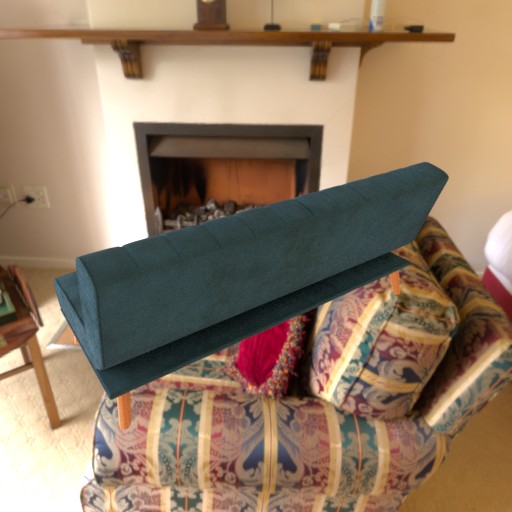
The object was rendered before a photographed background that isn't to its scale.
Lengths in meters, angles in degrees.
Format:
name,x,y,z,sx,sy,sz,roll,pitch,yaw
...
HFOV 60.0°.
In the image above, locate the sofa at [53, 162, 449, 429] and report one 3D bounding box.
name,x,y,z,sx,sy,sz,roll,pitch,yaw
sofa,0.000,0.000,2.271,1.804,0.813,0.855,-19,34,-30
